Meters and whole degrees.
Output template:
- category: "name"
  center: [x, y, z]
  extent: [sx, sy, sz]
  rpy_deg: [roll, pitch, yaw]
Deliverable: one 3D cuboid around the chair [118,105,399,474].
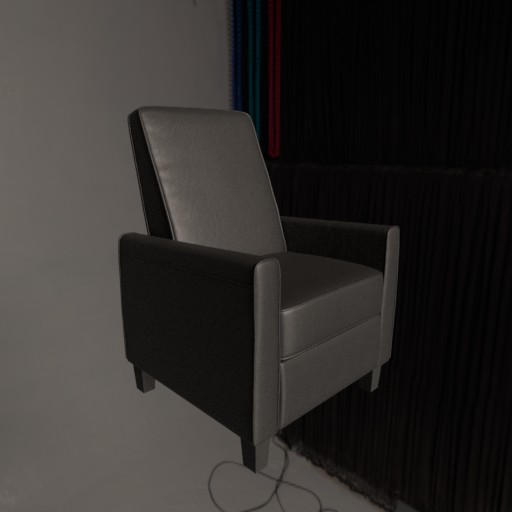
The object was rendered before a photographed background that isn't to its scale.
- category: "chair"
  center: [0.000, 0.000, 1.543]
  extent: [0.705, 1.013, 0.746]
  rpy_deg: [-14, 20, -43]
